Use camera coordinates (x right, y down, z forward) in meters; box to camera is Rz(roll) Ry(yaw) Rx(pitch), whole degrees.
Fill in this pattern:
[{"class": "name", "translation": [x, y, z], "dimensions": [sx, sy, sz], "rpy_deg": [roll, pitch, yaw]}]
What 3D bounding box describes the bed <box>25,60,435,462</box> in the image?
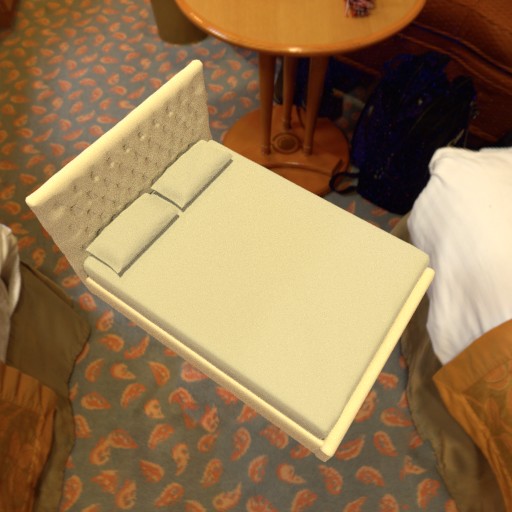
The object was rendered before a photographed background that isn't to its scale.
[{"class": "bed", "translation": [0.000, 0.000, 3.344], "dimensions": [2.387, 1.427, 1.698], "rpy_deg": [31, 64, 17]}]
